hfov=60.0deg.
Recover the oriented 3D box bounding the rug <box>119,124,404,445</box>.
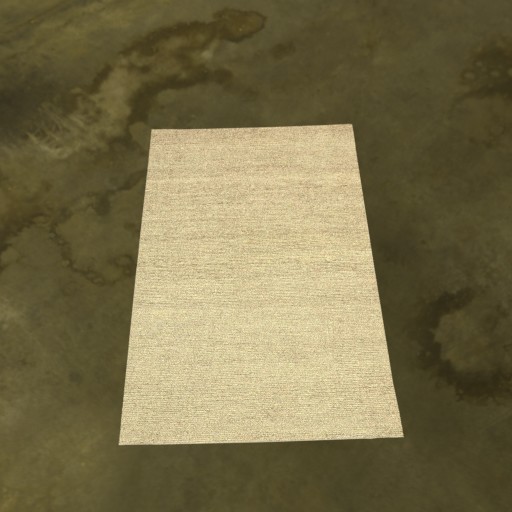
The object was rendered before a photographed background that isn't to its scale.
[{"bbox_3d":[0.000,0.000,3.017,1.609,0.030,2.342,-1,63,-1],"label":"rug"}]
